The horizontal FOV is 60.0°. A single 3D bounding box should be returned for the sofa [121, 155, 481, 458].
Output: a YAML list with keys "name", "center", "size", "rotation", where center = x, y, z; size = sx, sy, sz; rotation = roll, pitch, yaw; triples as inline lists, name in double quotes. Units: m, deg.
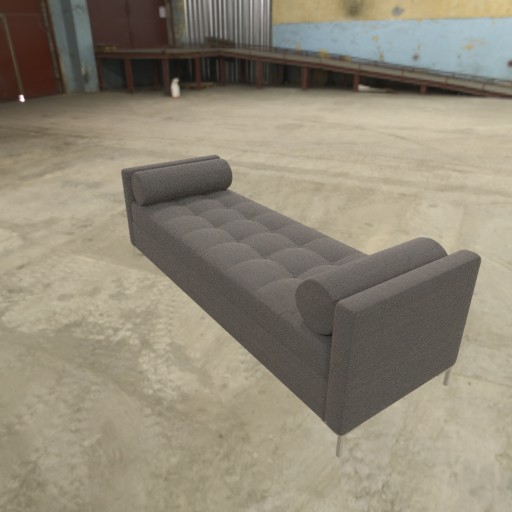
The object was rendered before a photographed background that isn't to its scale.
- name: "sofa"
  center: [0.000, 0.000, 2.330]
  size: [0.686, 0.635, 1.981]
  rotation: [-17, 31, -31]
